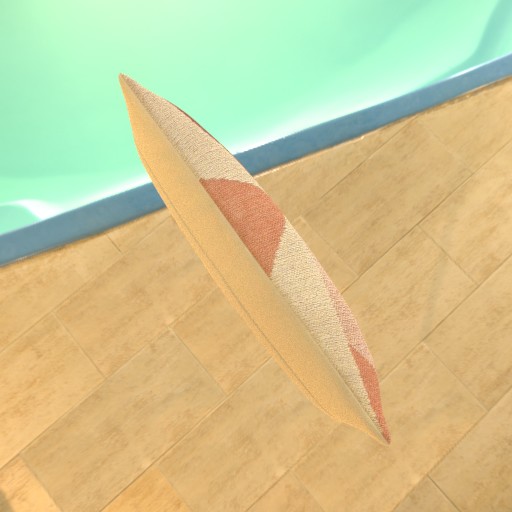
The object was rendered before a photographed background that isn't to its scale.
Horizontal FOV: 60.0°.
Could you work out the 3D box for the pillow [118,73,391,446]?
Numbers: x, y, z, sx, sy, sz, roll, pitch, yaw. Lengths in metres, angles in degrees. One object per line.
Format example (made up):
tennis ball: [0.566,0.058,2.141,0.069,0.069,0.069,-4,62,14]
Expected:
pillow: [0.000,0.000,0.712,0.155,0.292,0.609,-35,79,-8]
